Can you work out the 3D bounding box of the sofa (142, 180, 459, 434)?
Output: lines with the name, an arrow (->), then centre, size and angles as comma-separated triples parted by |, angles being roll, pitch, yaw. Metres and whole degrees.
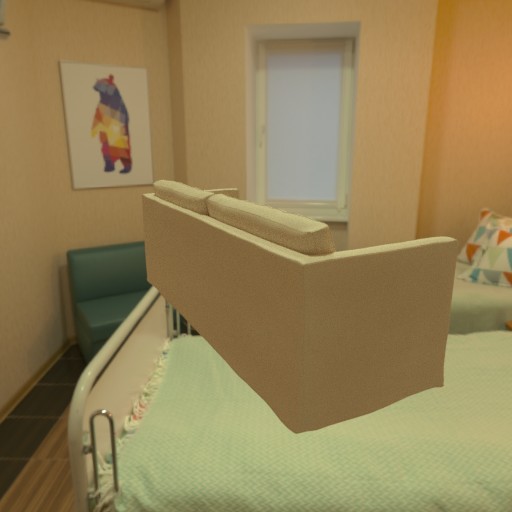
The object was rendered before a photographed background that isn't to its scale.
sofa -> 0.000, 0.000, 3.355 | 1.036, 0.999, 2.779 | -8, 17, -27
